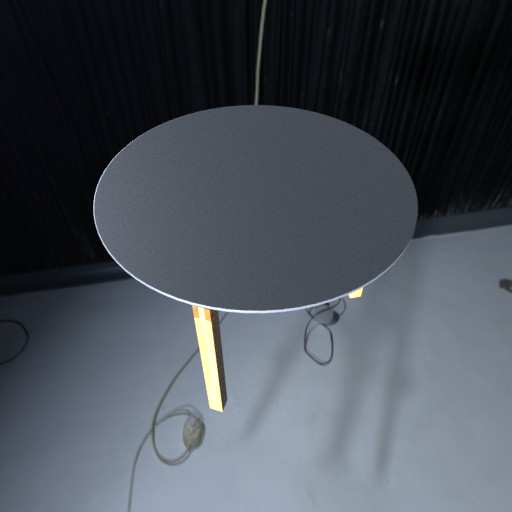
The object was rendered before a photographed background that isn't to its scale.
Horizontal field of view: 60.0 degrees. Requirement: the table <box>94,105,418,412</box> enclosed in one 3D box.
[{"bbox_3d":[0.000,0.000,0.991,0.600,0.405,0.600,0,47,0],"label":"table"}]
